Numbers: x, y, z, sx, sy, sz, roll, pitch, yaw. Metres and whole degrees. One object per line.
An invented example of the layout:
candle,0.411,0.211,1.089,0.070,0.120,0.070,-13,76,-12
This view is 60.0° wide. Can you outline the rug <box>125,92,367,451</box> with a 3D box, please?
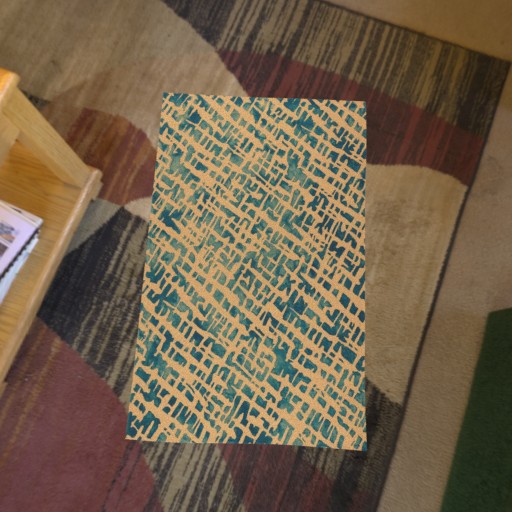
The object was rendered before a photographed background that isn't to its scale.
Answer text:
rug,0.000,0.000,3.048,1.520,0.011,2.447,3,77,1
